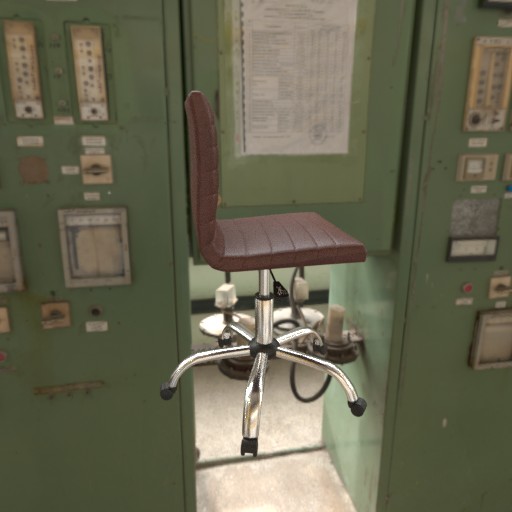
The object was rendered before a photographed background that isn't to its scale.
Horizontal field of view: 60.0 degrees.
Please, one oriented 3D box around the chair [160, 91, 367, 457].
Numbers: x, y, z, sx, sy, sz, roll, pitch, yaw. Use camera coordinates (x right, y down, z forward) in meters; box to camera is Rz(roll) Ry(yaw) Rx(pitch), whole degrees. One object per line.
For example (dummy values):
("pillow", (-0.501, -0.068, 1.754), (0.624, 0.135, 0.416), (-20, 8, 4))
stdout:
("chair", (0.000, 0.000, 1.141), (0.530, 0.780, 0.556), (-3, 17, -9))
